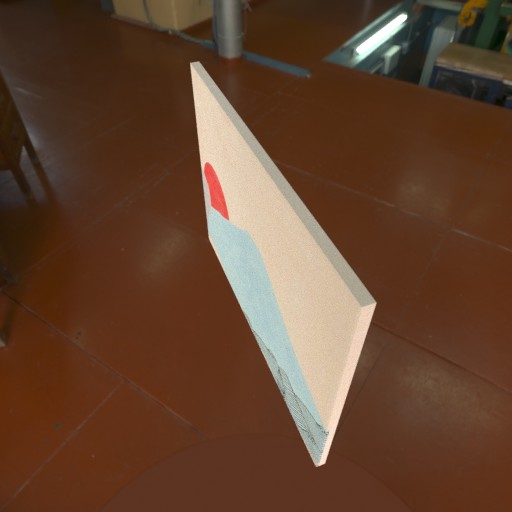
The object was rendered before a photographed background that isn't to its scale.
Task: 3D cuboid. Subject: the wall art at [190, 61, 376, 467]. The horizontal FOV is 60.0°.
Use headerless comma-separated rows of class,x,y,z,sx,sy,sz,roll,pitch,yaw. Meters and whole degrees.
wall art,0.000,0.000,1.595,0.042,0.912,1.219,-16,49,-15
